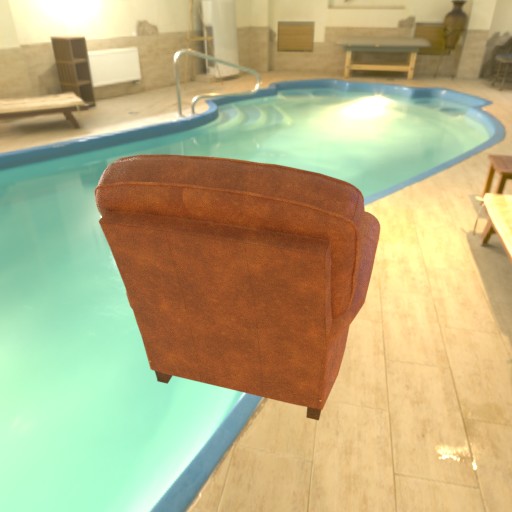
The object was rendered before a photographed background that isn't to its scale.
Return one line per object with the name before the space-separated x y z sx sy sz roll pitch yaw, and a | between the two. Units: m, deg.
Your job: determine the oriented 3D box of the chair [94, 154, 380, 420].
chair | 0.000 0.000 1.800 0.936 1.018 0.986 9 32 14
